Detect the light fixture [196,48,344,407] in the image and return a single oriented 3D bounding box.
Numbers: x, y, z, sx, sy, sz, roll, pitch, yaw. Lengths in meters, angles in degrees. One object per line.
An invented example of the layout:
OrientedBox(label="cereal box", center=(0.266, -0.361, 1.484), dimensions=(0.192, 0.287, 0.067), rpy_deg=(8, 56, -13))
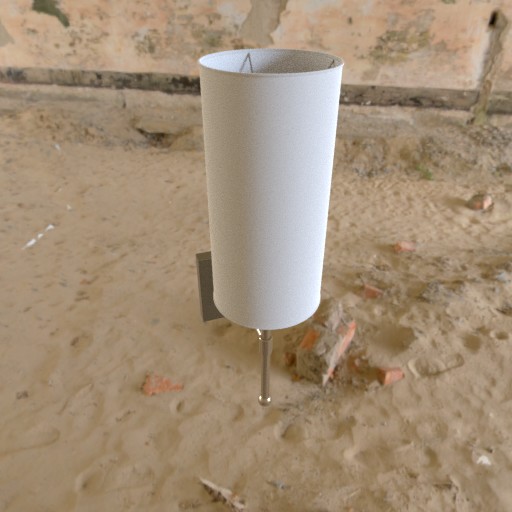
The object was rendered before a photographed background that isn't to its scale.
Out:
OrientedBox(label="light fixture", center=(0.000, 0.000, 0.548), dimensions=(0.128, 0.462, 0.208), rpy_deg=(-10, 34, -16))
